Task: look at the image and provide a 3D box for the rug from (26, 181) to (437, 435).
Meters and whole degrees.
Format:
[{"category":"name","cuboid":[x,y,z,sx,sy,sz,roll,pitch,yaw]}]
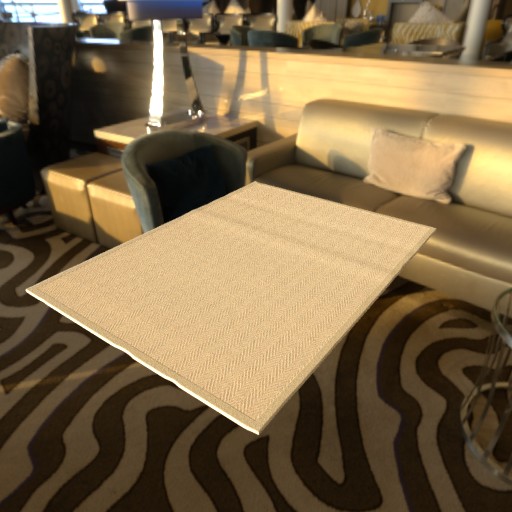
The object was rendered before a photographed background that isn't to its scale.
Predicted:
[{"category":"rug","cuboid":[0.000,0.000,4.761,2.734,0.037,3.659,20,35,31]}]
